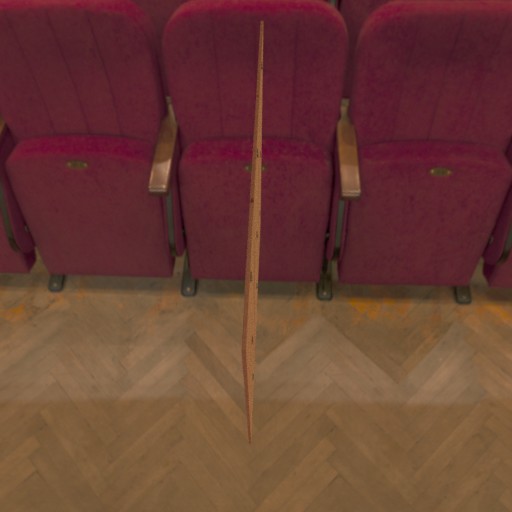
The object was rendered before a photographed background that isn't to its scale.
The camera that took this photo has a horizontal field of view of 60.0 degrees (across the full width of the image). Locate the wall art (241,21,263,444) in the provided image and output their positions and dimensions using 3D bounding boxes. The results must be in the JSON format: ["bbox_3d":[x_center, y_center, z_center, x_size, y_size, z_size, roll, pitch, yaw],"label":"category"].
[{"bbox_3d":[0.000,0.000,2.236,0.019,1.532,1.533,2,58,1],"label":"wall art"}]
